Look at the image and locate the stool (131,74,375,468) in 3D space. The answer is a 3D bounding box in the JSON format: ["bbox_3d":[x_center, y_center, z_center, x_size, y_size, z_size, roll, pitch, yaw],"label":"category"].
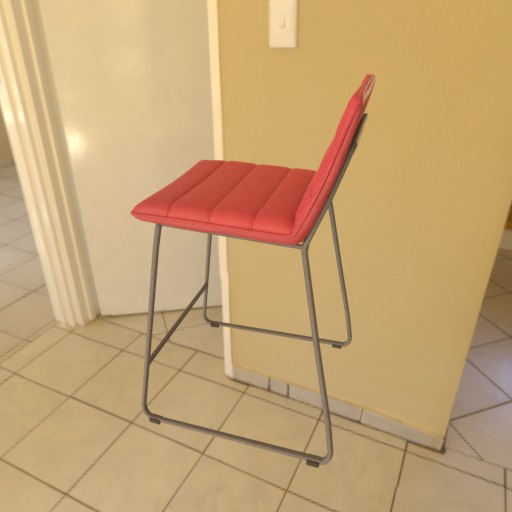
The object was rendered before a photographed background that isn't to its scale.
[{"bbox_3d":[0.000,0.000,1.151,0.524,0.866,0.489,8,29,14],"label":"stool"}]
